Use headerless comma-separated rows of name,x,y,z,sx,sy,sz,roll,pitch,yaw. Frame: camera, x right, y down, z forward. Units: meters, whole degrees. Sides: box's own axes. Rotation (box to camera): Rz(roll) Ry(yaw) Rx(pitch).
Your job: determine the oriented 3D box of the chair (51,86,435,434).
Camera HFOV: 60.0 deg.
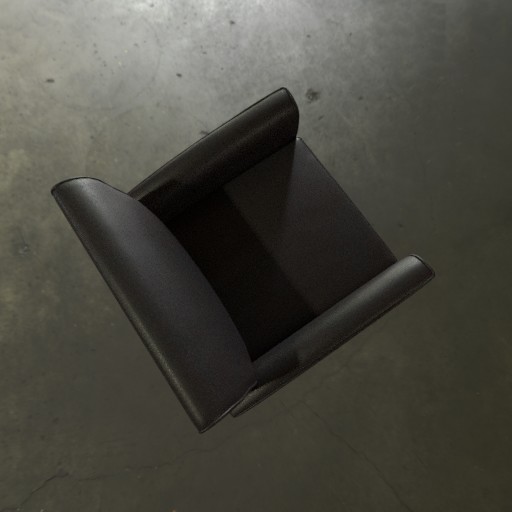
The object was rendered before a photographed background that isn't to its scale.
chair,0.000,0.000,1.564,0.819,0.916,0.820,-34,78,-8
